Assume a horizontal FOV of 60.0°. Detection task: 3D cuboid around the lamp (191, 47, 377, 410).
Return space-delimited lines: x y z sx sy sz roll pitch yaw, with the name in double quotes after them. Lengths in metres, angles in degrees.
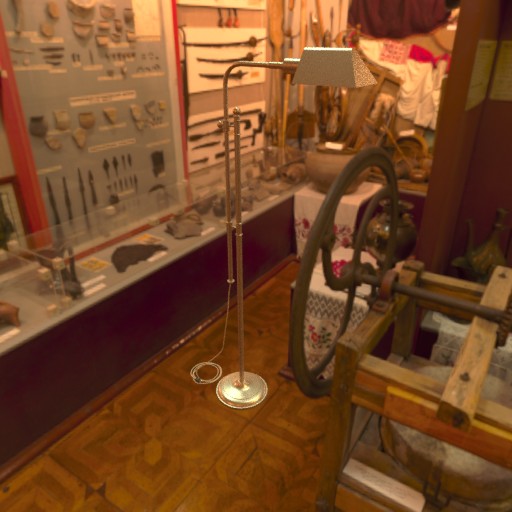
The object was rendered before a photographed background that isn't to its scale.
0.000 0.000 1.837 0.813 1.571 0.256 17 31 31 "lamp"
